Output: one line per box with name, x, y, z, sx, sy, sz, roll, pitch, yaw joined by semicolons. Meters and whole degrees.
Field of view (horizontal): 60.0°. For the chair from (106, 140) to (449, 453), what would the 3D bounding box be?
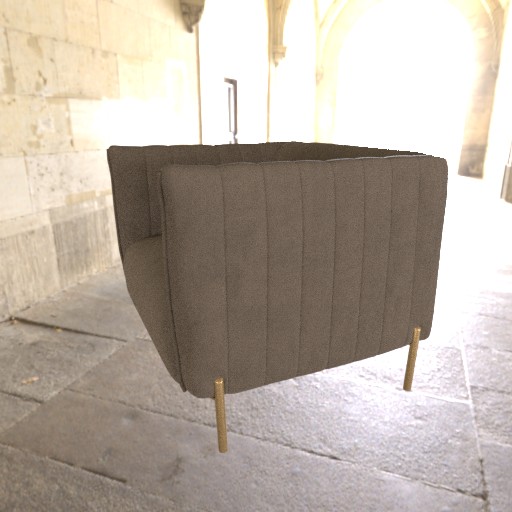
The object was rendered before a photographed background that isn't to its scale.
chair;0.000;0.000;1.617;0.873;0.779;0.981;-8;19;-24
